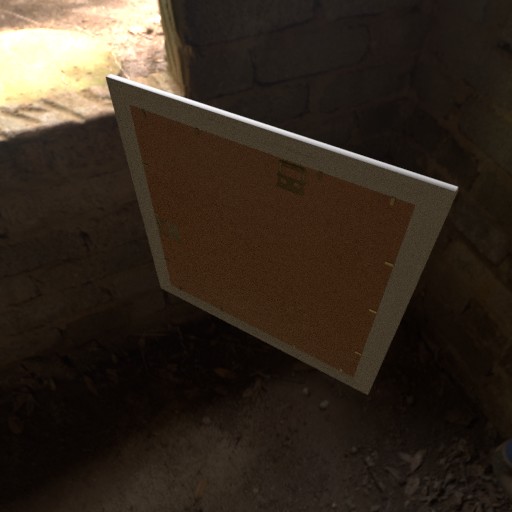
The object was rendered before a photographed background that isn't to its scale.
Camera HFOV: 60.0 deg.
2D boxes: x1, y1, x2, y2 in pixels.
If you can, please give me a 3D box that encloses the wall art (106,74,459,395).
[{"bbox_3d":[0.000,0.000,0.868,0.584,0.584,0.013,24,53,20],"label":"wall art"}]
